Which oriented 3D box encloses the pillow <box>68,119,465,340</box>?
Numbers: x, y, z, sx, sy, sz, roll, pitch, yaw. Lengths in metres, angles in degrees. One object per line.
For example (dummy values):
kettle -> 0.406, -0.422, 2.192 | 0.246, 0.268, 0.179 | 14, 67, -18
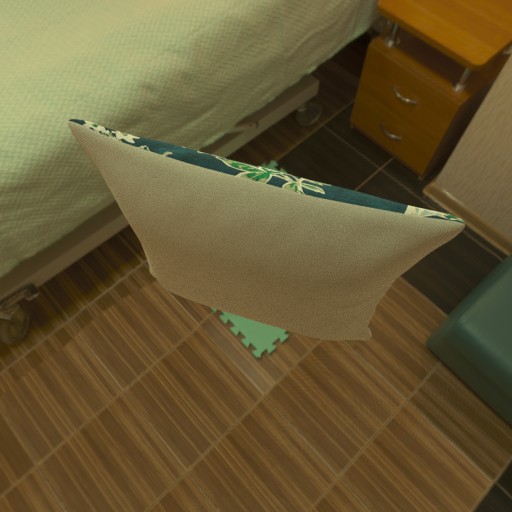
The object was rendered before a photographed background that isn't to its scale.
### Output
pillow -> 0.000, 0.000, 0.782 | 0.525, 0.508, 0.166 | 16, 64, 8
